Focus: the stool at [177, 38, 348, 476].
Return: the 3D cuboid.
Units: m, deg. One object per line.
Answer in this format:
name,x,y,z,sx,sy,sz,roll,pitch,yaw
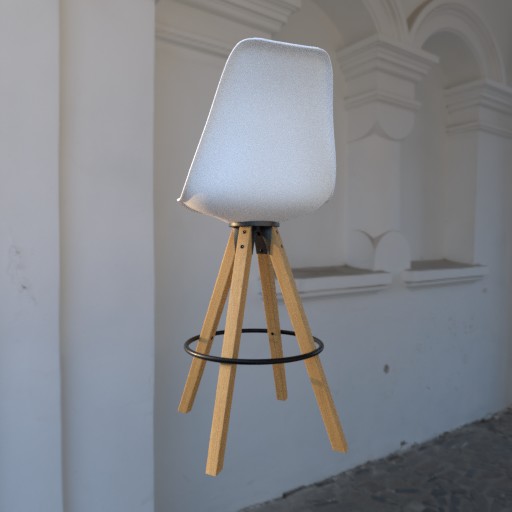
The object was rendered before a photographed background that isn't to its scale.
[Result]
stool,0.000,0.000,1.401,0.482,1.115,0.549,-1,2,-19
